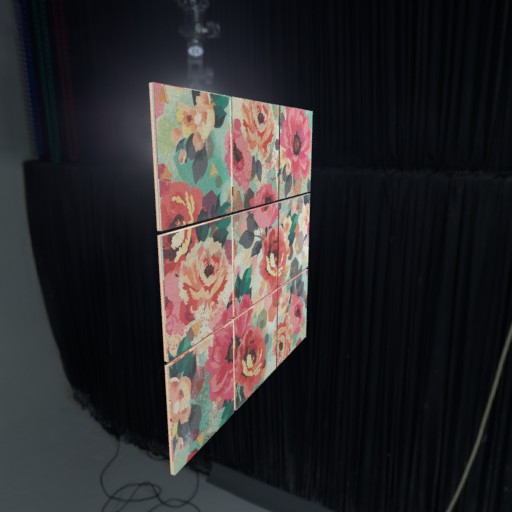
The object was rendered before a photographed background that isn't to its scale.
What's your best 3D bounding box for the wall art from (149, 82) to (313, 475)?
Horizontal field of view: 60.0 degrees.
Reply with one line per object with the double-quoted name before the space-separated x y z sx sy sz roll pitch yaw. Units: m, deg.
"wall art" 0.000 0.000 1.377 0.012 0.910 0.911 7 16 26
